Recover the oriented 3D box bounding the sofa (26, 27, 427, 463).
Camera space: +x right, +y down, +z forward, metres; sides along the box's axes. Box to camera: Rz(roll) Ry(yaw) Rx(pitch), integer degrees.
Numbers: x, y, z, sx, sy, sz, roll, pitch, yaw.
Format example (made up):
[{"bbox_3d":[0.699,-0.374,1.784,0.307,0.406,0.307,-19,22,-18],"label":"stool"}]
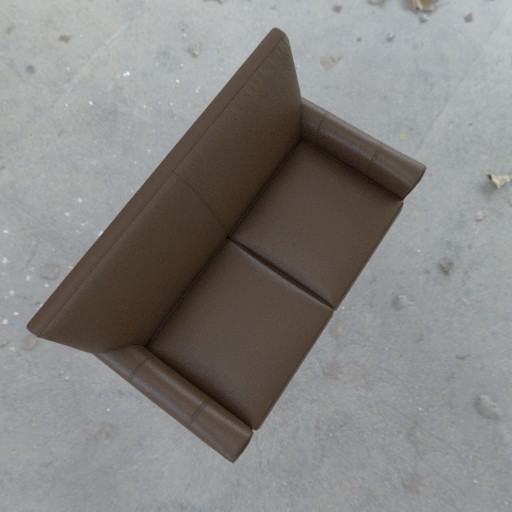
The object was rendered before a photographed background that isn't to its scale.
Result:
[{"bbox_3d":[0.000,0.000,1.968,0.853,0.859,1.468,34,77,9],"label":"sofa"}]
